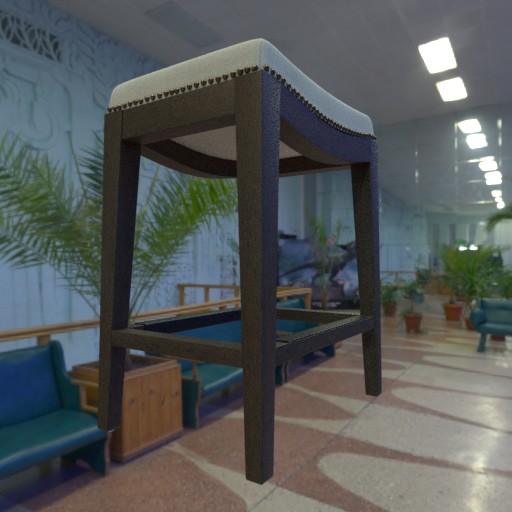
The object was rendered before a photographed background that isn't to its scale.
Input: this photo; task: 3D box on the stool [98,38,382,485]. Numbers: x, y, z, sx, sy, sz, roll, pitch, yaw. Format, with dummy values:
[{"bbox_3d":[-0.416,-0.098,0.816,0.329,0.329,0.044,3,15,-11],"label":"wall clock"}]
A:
[{"bbox_3d":[0.000,0.000,0.915,0.361,0.642,0.500,0,0,34],"label":"stool"}]
